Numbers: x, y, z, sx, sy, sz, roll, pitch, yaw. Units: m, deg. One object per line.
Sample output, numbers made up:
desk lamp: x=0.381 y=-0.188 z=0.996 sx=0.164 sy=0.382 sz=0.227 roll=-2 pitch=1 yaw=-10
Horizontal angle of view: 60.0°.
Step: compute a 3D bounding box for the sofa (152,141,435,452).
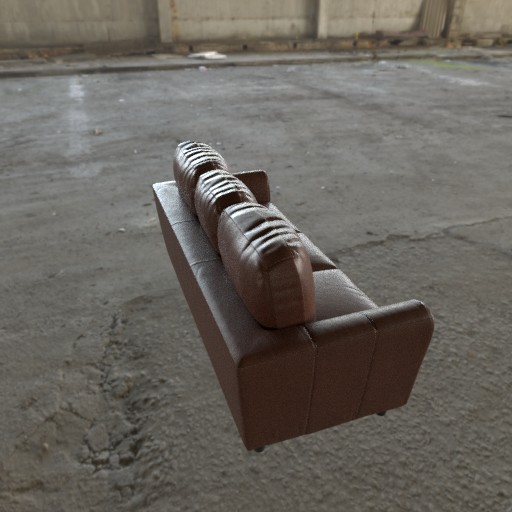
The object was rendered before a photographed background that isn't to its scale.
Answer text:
sofa: x=0.000 y=0.000 z=2.366 sx=0.802 sy=0.915 sz=1.862 roll=-10 pitch=30 yaw=-17
